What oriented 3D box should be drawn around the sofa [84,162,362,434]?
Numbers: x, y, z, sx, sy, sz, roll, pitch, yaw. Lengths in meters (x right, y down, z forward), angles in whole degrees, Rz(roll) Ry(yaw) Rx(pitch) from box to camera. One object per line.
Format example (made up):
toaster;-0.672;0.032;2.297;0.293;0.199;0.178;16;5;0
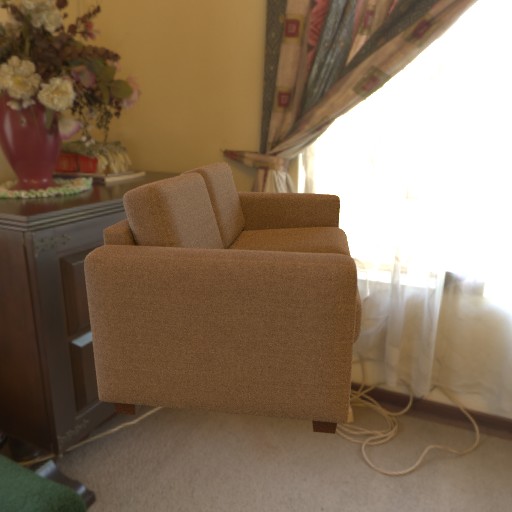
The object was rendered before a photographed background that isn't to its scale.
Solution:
sofa;0.000;0.000;2.093;0.900;0.800;1.520;2;16;8
